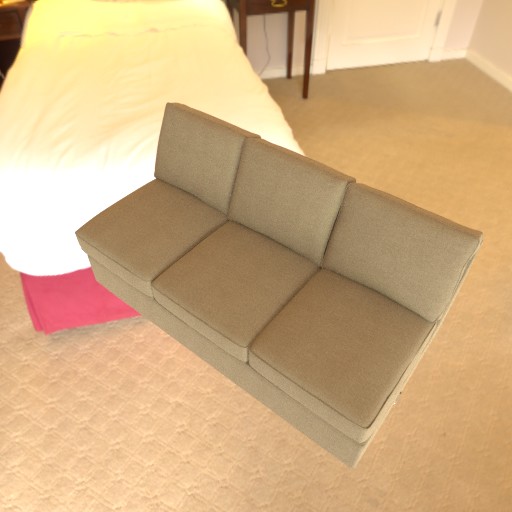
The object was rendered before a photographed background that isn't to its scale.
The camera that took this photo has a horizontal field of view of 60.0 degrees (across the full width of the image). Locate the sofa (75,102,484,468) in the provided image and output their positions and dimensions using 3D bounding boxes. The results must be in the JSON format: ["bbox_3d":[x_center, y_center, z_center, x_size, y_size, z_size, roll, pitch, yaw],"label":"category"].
[{"bbox_3d":[0.000,0.000,2.628,2.092,1.036,1.127,29,52,26],"label":"sofa"}]
